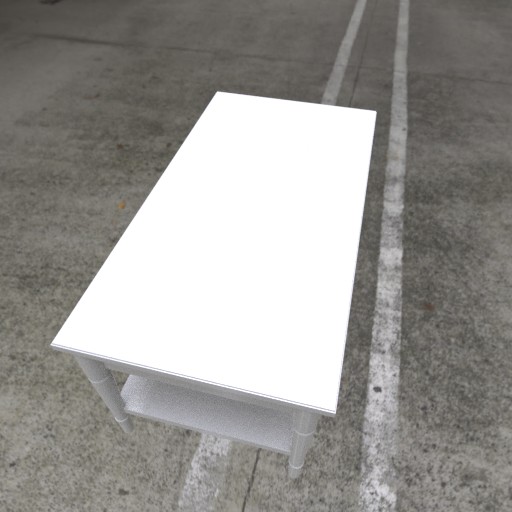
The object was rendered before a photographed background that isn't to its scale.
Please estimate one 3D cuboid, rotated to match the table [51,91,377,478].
[{"bbox_3d":[0.000,0.000,1.336,0.559,0.457,1.067,11,48,10],"label":"table"}]
